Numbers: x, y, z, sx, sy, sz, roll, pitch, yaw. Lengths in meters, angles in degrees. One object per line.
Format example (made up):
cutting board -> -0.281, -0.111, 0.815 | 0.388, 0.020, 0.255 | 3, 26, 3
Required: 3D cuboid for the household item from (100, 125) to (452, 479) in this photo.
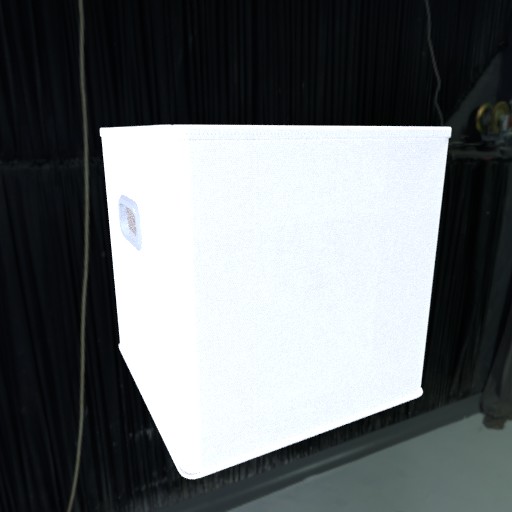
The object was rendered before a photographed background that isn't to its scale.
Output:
household item -> 0.000, 0.000, 0.548 | 0.305, 0.305, 0.305 | -8, 17, -27
